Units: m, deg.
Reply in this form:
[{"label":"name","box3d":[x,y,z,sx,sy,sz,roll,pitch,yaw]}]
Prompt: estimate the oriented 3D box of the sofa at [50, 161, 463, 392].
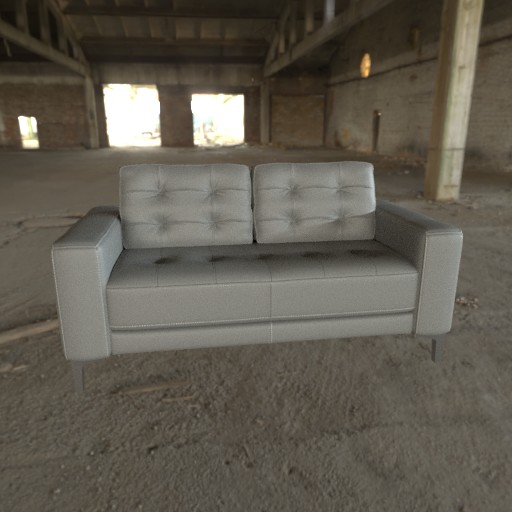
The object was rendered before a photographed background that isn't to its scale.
[{"label":"sofa","box3d":[0.000,0.000,2.210,1.726,0.893,0.833,-2,17,-8]}]
